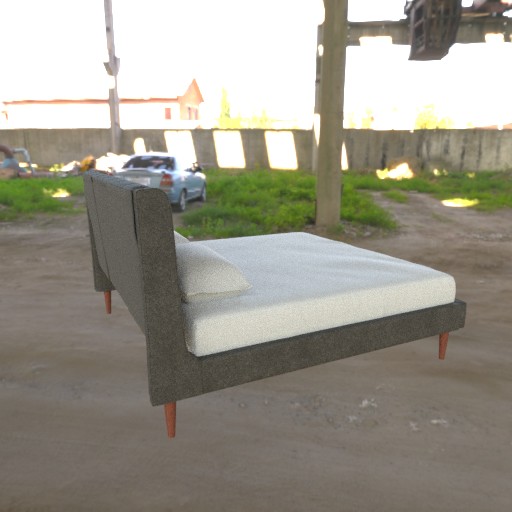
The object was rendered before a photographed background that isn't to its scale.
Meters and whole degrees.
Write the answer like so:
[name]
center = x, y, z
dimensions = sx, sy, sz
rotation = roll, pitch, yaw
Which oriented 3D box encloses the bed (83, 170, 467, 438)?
[bed]
center = 0.000, 0.000, 2.511
dimensions = 1.638, 0.933, 1.531
rotation = -7, 15, -26
